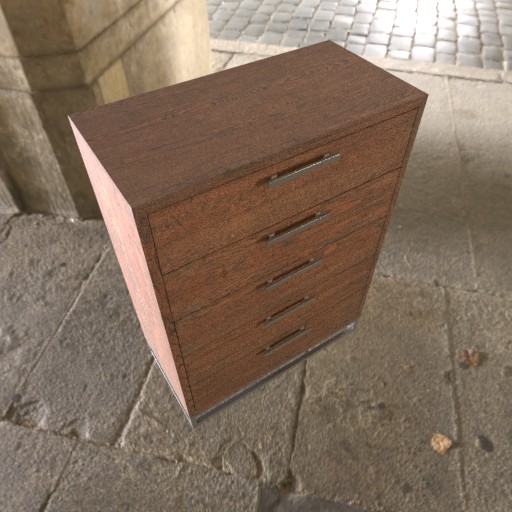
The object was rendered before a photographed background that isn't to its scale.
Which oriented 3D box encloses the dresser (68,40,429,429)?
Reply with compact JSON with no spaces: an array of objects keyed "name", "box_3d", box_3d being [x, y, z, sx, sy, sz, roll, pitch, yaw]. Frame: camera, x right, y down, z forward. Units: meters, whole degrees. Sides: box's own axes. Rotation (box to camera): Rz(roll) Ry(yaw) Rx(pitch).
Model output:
[{"name":"dresser","box_3d":[0.000,0.000,1.798,0.965,1.321,0.508,-26,53,-21]}]
